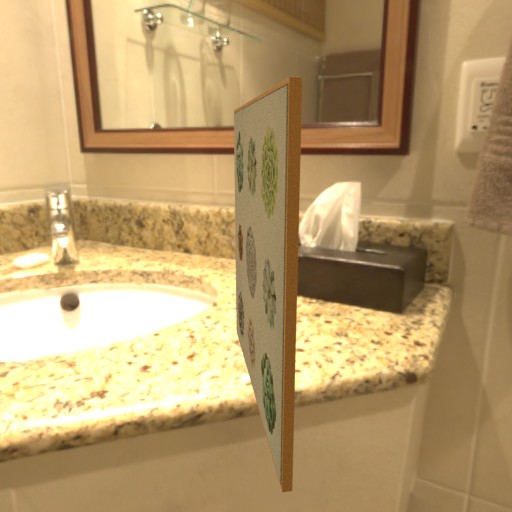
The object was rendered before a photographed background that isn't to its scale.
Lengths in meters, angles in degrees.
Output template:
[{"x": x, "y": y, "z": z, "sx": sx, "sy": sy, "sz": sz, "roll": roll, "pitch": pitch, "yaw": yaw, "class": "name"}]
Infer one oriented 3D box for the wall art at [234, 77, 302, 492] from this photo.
[{"x": 0.000, "y": 0.000, "z": 0.681, "sx": 0.013, "sy": 0.455, "sz": 0.457, "roll": -2, "pitch": 15, "yaw": -9, "class": "wall art"}]
